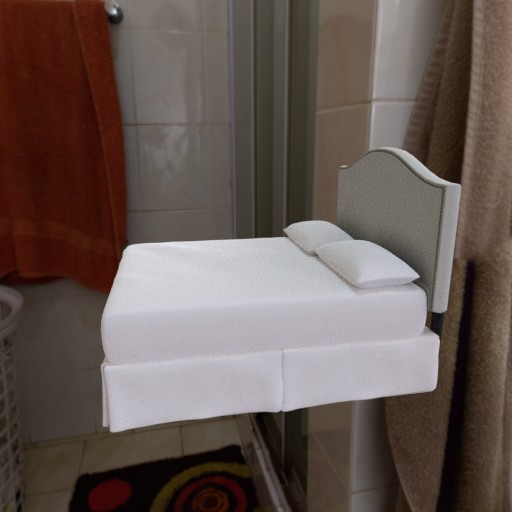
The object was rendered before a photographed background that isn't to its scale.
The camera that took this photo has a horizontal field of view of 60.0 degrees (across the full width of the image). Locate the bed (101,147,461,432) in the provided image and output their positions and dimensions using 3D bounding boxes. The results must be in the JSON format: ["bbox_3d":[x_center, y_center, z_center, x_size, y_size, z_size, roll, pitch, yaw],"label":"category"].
[{"bbox_3d":[0.000,0.000,3.394,2.180,1.607,1.813,-3,15,-11],"label":"bed"}]
